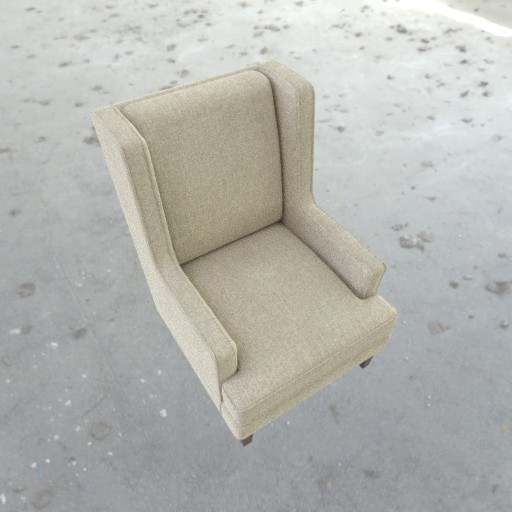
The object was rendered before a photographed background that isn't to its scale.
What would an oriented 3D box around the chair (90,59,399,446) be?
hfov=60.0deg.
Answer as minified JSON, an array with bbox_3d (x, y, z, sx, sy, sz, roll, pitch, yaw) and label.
[{"bbox_3d":[0.000,0.000,1.767,0.764,1.082,0.948,-25,52,-22],"label":"chair"}]
